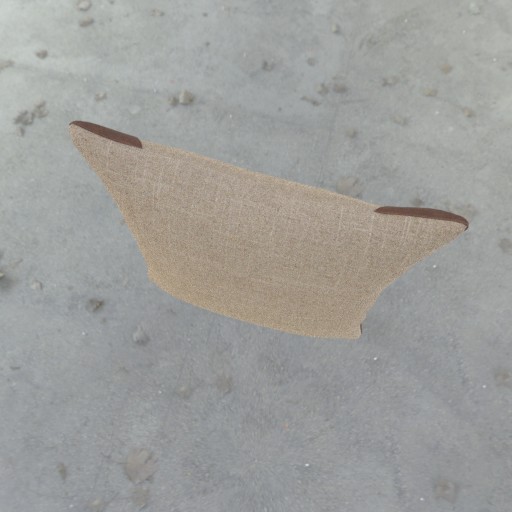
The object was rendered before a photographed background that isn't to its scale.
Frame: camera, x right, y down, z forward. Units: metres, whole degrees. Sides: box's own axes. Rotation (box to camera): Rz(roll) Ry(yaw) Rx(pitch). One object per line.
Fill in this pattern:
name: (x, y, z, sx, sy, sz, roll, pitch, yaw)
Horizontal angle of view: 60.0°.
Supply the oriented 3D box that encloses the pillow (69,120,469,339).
pillow: (0.000, 0.000, 0.659, 0.437, 0.448, 0.147, 14, 66, 7)
